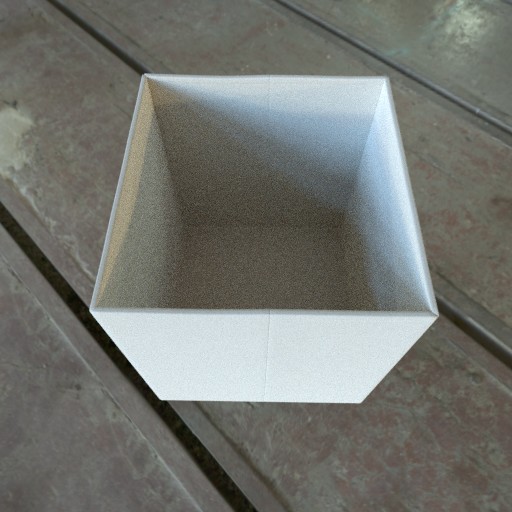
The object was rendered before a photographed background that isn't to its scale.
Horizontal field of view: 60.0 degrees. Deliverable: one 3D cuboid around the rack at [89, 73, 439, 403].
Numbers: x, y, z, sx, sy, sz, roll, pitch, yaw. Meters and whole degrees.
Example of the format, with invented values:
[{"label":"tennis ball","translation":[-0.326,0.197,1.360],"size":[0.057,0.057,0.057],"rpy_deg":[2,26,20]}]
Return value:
[{"label":"rack","translation":[0.000,0.000,0.504],"size":[0.270,0.280,0.270],"rpy_deg":[1,59,0]}]
